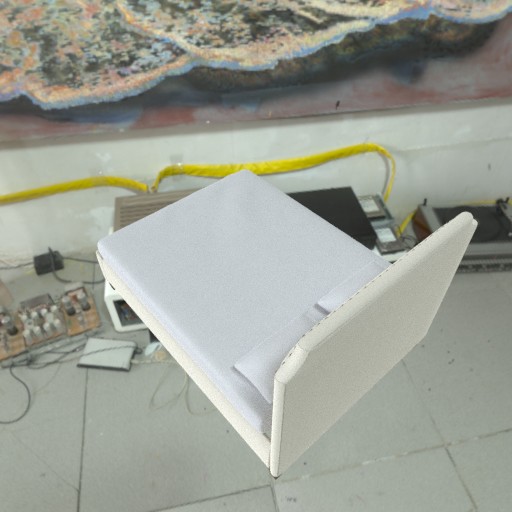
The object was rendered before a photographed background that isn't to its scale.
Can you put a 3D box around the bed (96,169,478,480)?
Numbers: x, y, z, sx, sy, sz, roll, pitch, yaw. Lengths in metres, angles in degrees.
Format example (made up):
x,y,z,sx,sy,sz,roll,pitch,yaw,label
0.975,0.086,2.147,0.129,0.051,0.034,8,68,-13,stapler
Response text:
x,y,z,sx,sy,sz,roll,pitch,yaw,label
0.000,0.000,3.433,1.712,1.497,2.372,-32,53,-28,bed
